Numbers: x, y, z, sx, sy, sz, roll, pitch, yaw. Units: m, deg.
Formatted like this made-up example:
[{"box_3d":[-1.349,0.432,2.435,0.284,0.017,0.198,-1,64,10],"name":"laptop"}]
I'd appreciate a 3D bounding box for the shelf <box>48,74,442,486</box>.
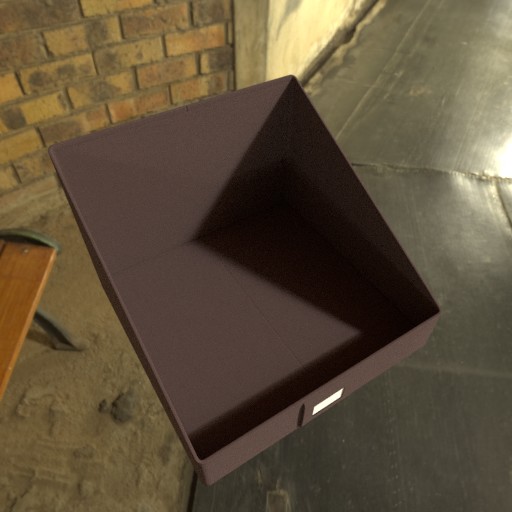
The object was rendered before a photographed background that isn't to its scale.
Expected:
[{"box_3d":[0.000,0.000,0.469,0.292,0.210,0.292,-25,52,-21],"name":"shelf"}]
